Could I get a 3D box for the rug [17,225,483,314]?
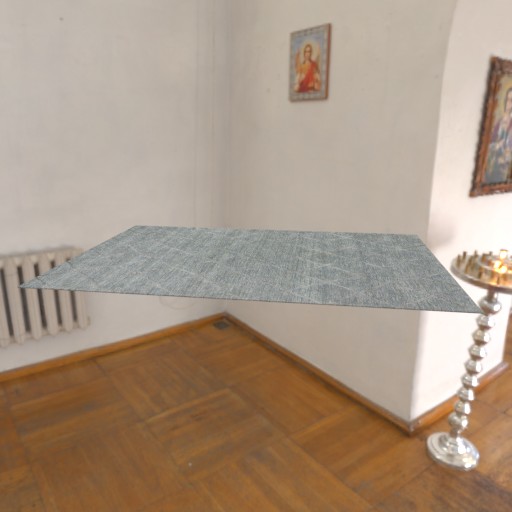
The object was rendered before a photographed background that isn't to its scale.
[{"bbox_3d":[0.000,0.000,2.866,2.283,0.006,1.521,2,16,8],"label":"rug"}]
